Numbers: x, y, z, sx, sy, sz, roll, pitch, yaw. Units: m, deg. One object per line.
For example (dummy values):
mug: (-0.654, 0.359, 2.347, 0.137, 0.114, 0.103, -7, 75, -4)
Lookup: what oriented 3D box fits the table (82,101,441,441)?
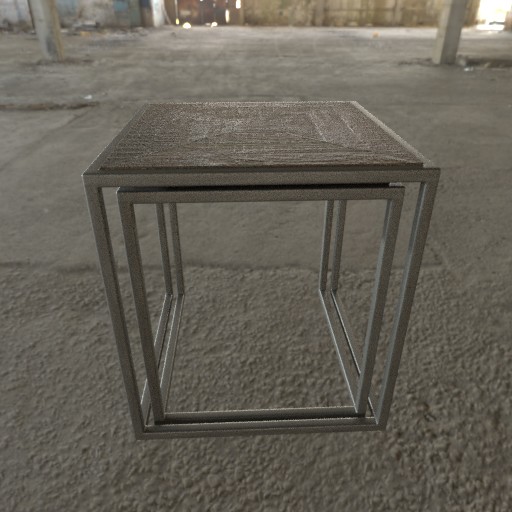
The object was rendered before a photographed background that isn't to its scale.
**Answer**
table: (0.000, 0.000, 0.868, 0.450, 0.500, 0.449, -1, 30, -2)
